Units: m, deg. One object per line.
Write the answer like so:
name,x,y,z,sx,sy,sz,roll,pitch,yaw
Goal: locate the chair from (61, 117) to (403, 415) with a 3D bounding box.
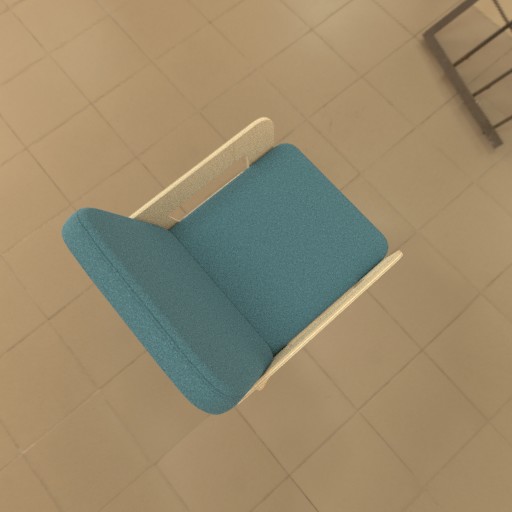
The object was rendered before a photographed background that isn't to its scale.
chair,0.000,0.000,1.211,0.657,0.747,0.547,-40,78,-10
